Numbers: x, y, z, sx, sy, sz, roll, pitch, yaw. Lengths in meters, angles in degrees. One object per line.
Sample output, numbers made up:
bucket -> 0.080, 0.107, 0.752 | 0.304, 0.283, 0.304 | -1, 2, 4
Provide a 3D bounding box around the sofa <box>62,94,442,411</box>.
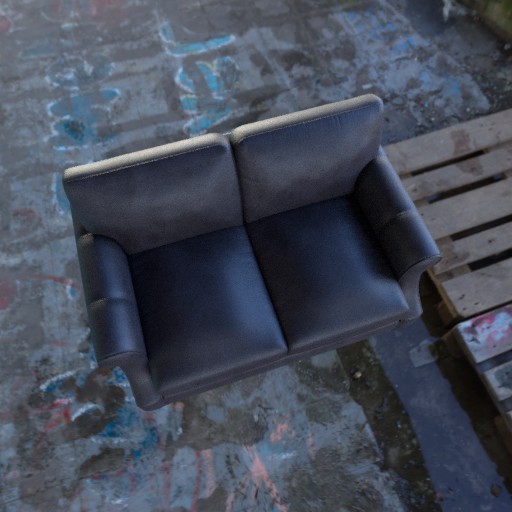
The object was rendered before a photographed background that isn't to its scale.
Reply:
sofa -> 0.000, 0.000, 2.263 | 1.663, 0.979, 1.030 | -16, 65, -8
